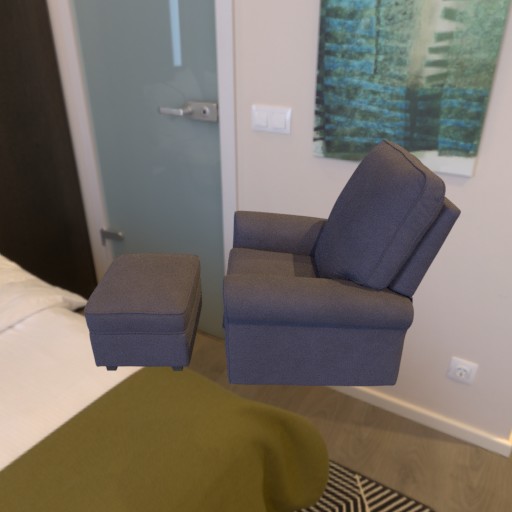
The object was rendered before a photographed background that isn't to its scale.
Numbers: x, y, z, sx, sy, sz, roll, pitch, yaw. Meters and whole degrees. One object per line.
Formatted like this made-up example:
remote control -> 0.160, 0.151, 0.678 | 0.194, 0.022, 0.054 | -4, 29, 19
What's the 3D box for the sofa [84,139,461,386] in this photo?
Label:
sofa -> 0.000, 0.000, 2.044 | 1.478, 0.959, 0.880 | 0, 27, 0
